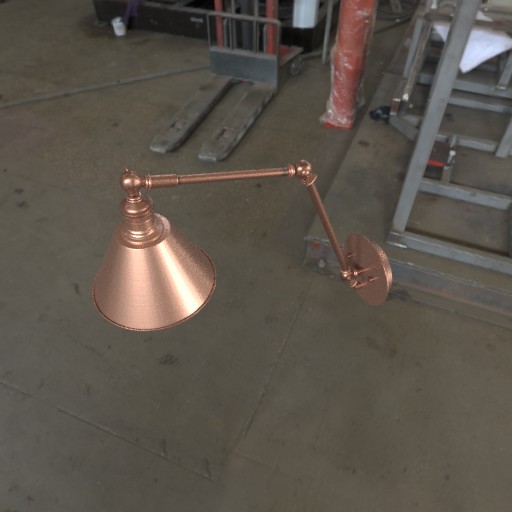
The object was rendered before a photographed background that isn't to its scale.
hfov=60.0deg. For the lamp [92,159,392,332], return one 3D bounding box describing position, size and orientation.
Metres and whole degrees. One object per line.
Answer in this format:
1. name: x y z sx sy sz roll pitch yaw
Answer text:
1. lamp: 0.000 0.000 0.879 0.624 0.502 0.223 -17 48 -16
